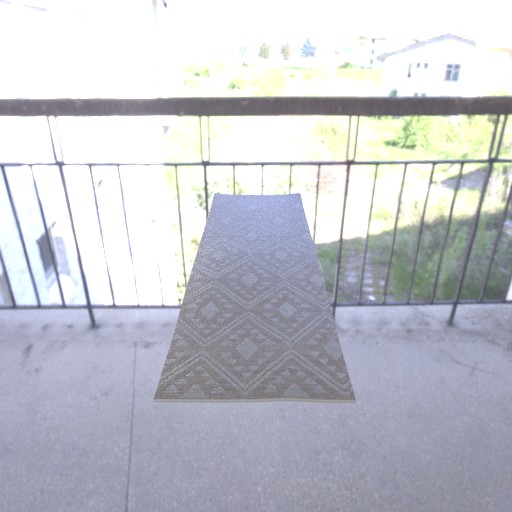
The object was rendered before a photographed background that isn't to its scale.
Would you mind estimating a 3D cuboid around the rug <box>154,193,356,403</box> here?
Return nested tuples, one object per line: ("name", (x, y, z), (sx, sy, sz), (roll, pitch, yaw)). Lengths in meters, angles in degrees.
("rug", (0.000, 0.000, 2.731), (0.752, 0.051, 2.452), (0, 26, 0))
